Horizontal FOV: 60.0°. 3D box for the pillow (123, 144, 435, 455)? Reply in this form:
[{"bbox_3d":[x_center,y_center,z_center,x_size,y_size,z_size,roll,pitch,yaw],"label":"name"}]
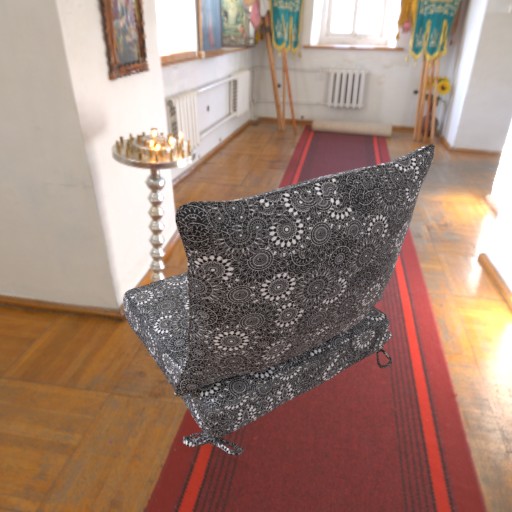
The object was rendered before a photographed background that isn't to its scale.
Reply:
[{"bbox_3d":[0.000,0.000,1.378,0.798,0.722,0.740,-19,35,-29],"label":"pillow"}]
